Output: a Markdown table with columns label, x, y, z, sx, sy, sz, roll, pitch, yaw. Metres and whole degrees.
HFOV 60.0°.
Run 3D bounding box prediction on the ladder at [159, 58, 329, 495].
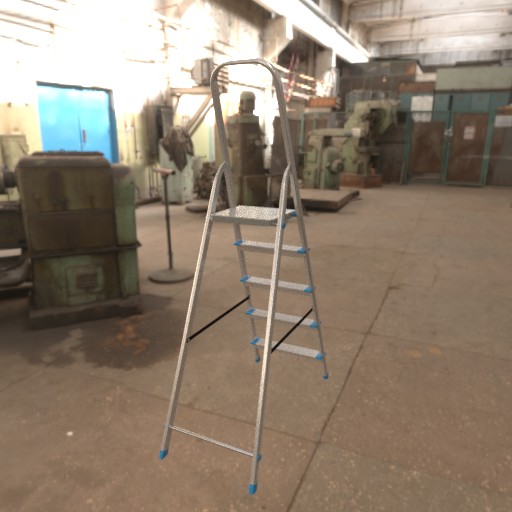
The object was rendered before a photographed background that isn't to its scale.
| label | x | y | z | sx | sy | sz | roll | pitch | yaw |
| --- | --- | --- | --- | --- | --- | --- | --- | --- | --- |
| ladder | 0.000 | 0.000 | 2.049 | 0.468 | 1.648 | 0.990 | 7 | 17 | 25 |
